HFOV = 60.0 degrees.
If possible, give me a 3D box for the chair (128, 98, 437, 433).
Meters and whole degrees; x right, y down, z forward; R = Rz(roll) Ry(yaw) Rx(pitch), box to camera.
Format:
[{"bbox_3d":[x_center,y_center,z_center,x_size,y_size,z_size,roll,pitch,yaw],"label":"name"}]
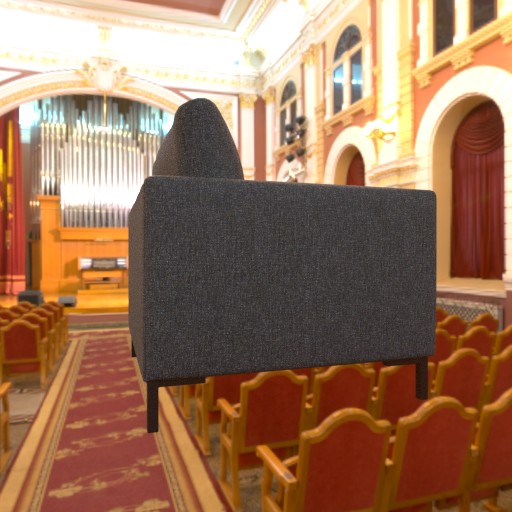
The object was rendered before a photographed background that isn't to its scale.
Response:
[{"bbox_3d":[0.000,0.000,1.622,0.866,0.861,0.963,0,0,-18],"label":"chair"}]
